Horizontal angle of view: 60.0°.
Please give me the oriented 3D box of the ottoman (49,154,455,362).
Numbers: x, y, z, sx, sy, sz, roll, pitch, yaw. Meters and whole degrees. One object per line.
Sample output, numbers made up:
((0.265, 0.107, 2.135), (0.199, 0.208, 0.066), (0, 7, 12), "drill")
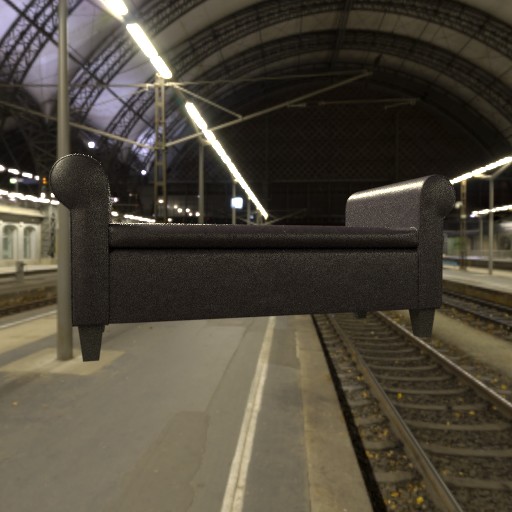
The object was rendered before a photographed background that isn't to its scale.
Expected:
((0.000, 0.000, 1.553), (1.256, 0.547, 0.521), (0, 1, -17), "ottoman")
